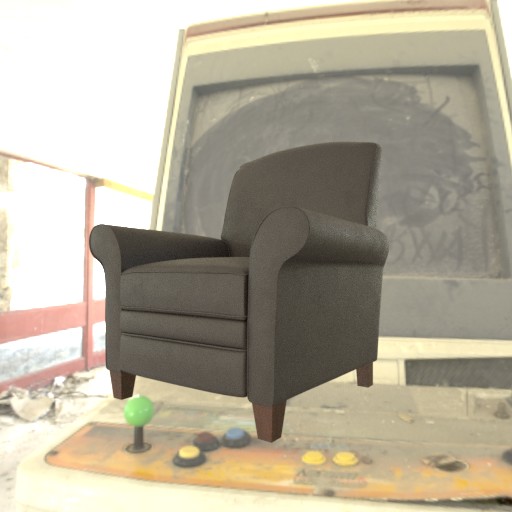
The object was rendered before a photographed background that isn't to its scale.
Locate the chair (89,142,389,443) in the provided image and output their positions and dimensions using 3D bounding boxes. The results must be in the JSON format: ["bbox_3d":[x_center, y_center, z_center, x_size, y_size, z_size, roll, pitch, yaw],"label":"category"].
[{"bbox_3d":[0.000,0.000,1.781,0.978,1.061,0.902,-1,-2,36],"label":"chair"}]
